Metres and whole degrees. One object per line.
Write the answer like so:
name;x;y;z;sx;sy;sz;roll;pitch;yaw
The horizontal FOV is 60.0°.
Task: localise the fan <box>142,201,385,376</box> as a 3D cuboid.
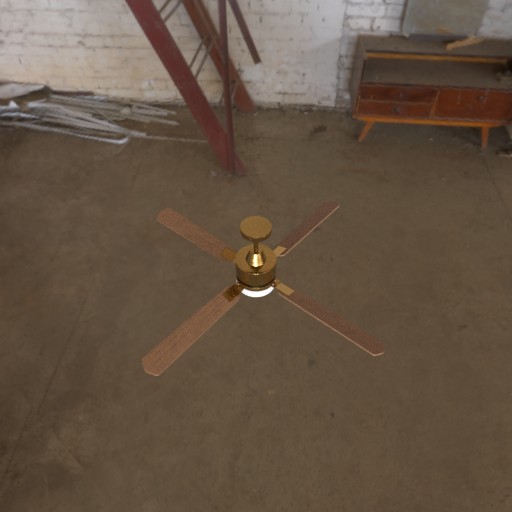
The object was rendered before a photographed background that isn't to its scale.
fan;0.000;0.000;1.970;1.320;0.355;1.320;31;54;26
